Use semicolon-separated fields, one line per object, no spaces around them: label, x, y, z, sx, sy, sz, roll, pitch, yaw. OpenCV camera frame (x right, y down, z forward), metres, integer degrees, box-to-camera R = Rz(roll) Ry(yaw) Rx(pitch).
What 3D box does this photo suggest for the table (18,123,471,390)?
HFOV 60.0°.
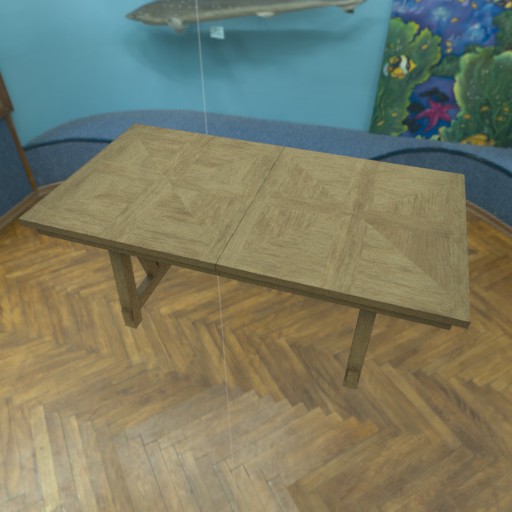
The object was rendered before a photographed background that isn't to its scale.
table;0.000;0.000;2.351;1.881;0.768;1.016;12;43;14
